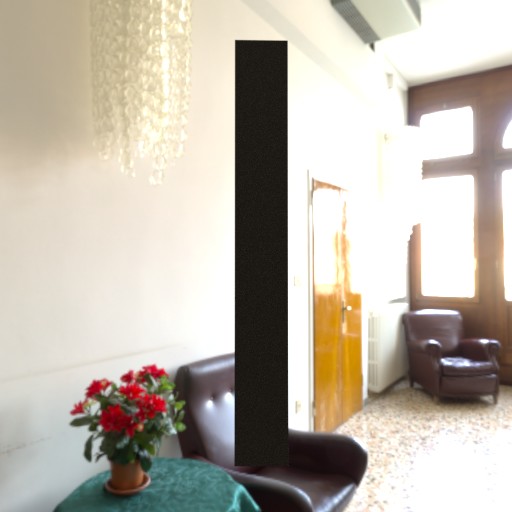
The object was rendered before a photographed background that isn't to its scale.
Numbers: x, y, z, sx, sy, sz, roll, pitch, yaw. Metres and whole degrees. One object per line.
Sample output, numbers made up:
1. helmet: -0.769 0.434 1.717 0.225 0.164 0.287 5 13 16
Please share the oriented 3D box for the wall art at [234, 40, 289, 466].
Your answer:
1. wall art: 0.000 0.000 0.468 0.038 0.304 0.304 0 -1 -1
